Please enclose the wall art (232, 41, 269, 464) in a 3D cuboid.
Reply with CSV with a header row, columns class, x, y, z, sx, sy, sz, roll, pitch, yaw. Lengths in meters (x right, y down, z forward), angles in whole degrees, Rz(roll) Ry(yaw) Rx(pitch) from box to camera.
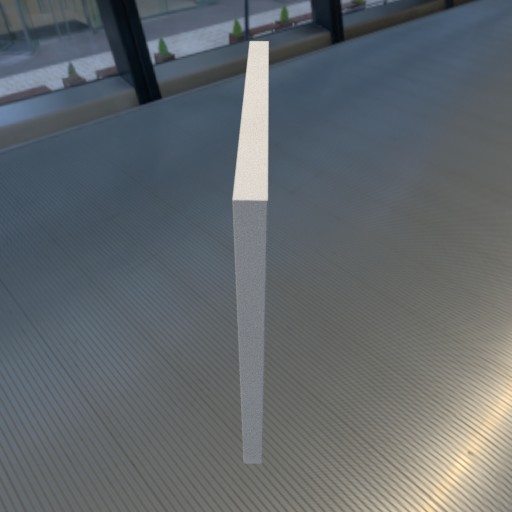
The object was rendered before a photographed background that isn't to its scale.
class,x,y,z,sx,sy,sz,roll,pitch,yaw
wall art,0.000,0.000,0.829,0.037,0.606,0.508,1,42,1
